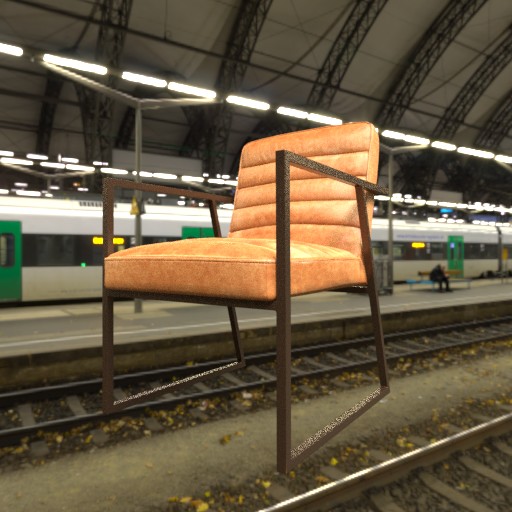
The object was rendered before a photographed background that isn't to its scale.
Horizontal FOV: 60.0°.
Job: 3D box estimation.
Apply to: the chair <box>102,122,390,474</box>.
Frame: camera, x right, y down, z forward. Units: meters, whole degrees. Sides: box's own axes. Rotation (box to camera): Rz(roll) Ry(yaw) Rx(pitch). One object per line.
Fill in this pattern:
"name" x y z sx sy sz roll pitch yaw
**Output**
"chair" 0.000 0.000 1.259 0.571 0.832 0.677 0 0 35
